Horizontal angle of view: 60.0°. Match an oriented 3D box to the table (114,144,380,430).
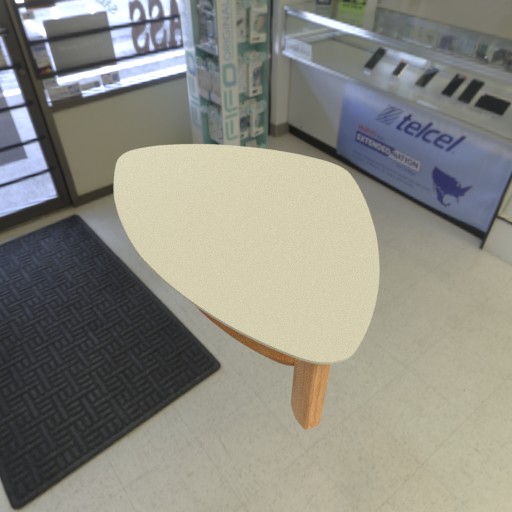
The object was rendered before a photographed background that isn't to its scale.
[{"bbox_3d":[0.000,0.000,1.653,0.850,0.440,1.250,-25,47,-26],"label":"table"}]
